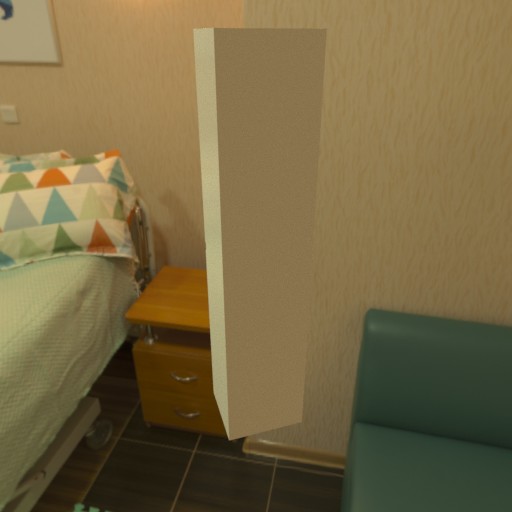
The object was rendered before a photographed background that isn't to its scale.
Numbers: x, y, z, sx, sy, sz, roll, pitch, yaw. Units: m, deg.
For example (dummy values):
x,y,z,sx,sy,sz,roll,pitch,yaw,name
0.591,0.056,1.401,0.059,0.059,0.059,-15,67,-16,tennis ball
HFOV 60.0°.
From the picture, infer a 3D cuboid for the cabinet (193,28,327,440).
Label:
x,y,z,sx,sy,sz,roll,pitch,yaw,name
0.000,0.000,1.535,0.300,1.400,0.269,-8,28,-16,cabinet
